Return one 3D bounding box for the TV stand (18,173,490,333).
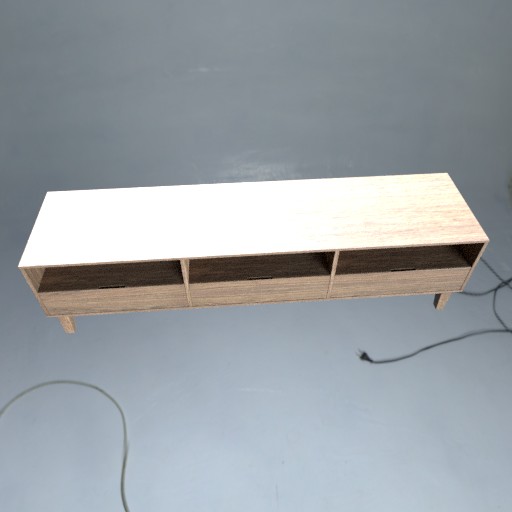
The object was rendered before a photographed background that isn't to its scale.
[{"bbox_3d":[0.000,0.000,1.662,1.482,0.409,0.366,-3,47,-3],"label":"TV stand"}]
